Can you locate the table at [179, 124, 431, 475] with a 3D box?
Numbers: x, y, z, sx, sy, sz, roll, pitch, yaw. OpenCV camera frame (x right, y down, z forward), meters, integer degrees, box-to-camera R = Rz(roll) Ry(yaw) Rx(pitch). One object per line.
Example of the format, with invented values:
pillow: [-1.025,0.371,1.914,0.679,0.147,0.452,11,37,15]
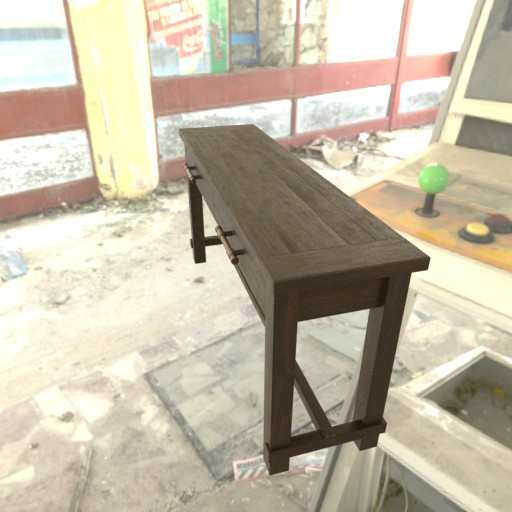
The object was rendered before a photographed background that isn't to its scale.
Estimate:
table: [0.000,0.000,1.903,0.442,0.762,1.599,-8,30,-14]
